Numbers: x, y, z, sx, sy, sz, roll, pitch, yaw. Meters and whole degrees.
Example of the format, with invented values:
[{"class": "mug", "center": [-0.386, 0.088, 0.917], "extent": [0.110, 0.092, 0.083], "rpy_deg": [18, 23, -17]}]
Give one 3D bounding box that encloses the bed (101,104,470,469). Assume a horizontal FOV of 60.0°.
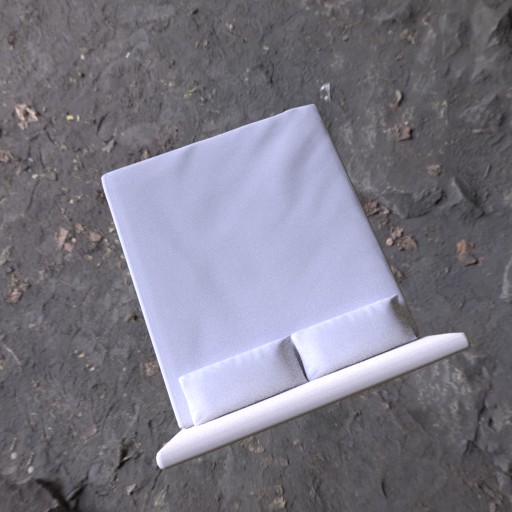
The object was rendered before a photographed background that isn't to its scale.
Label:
[{"class": "bed", "center": [0.000, 0.000, 3.525], "extent": [2.119, 1.317, 2.341], "rpy_deg": [-20, 77, -5]}]
